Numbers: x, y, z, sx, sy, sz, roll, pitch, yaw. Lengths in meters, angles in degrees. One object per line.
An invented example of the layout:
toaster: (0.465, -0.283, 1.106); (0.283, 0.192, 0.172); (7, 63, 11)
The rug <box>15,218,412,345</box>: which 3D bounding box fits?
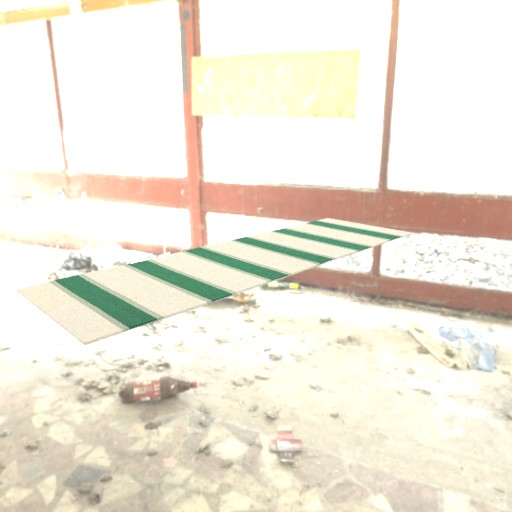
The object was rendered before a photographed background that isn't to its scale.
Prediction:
rug: (0.000, 0.000, 2.650); (2.438, 0.012, 0.768); (-15, 22, -42)
